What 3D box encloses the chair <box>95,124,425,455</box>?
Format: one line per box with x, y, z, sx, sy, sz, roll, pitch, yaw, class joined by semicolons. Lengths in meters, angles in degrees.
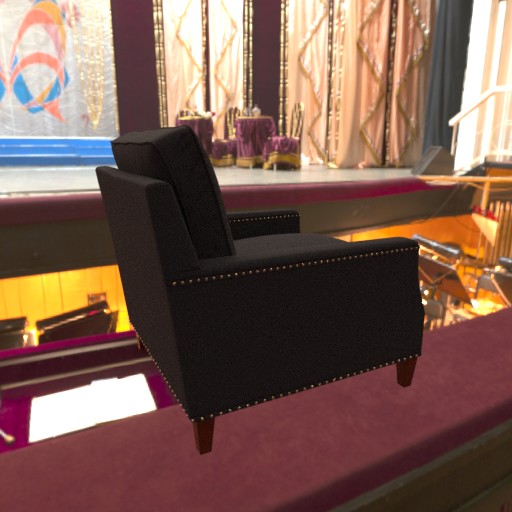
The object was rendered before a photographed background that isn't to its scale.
0.000;0.000;1.711;1.014;0.943;0.853;-7;16;-26;chair
